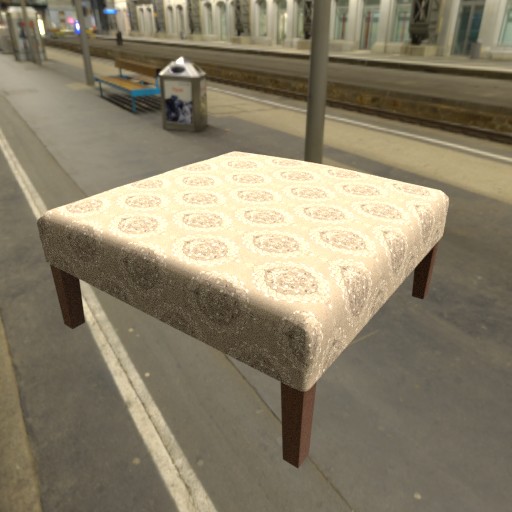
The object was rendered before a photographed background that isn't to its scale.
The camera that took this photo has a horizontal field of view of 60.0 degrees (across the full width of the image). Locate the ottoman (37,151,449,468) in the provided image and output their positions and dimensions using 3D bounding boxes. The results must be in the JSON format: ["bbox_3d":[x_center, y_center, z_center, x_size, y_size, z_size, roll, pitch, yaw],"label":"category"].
[{"bbox_3d":[0.000,0.000,1.394,0.890,0.411,0.889,19,33,32],"label":"ottoman"}]
